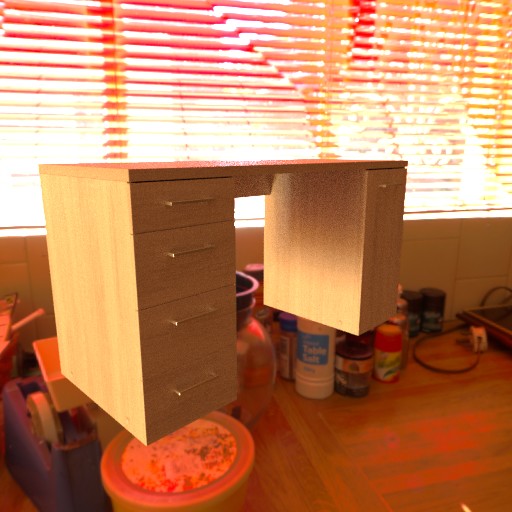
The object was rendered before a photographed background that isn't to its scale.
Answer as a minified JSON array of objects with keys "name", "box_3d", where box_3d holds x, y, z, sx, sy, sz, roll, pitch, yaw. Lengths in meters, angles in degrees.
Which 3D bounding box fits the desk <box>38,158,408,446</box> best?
[{"name":"desk","box_3d":[0.000,0.000,1.780,1.390,0.740,0.600,-13,19,-43]}]
